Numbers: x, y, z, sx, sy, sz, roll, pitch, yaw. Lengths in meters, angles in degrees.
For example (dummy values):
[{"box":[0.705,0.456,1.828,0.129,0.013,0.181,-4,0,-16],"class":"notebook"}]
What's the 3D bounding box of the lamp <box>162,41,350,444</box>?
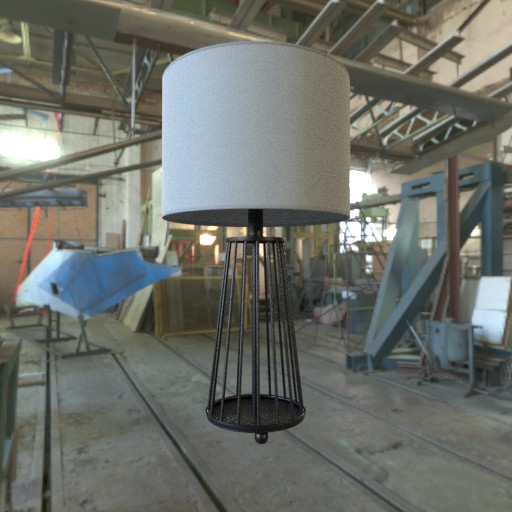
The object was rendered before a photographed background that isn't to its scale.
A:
[{"box":[0.000,0.000,0.772,0.322,0.593,0.322,0,-1,20],"class":"lamp"}]
